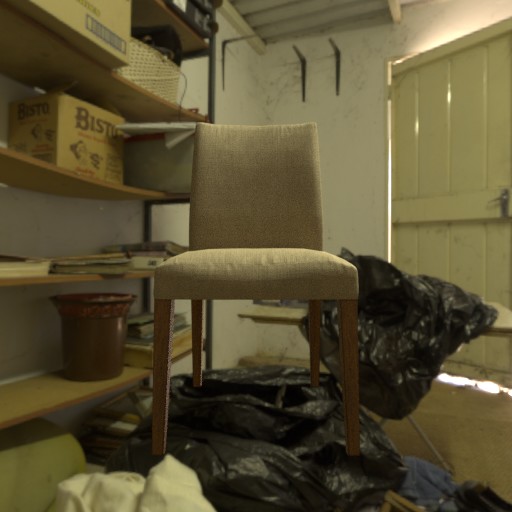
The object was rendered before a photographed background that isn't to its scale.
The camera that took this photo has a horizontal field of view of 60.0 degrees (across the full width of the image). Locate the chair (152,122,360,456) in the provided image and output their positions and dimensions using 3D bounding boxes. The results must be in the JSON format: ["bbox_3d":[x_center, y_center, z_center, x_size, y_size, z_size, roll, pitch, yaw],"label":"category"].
[{"bbox_3d":[0.000,0.000,1.338,0.496,0.940,0.585,0,1,0],"label":"chair"}]
